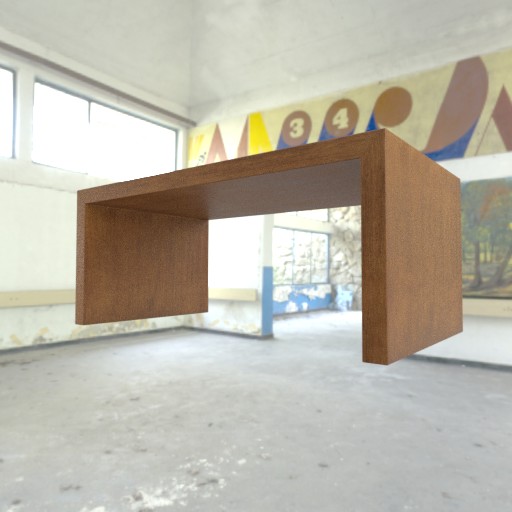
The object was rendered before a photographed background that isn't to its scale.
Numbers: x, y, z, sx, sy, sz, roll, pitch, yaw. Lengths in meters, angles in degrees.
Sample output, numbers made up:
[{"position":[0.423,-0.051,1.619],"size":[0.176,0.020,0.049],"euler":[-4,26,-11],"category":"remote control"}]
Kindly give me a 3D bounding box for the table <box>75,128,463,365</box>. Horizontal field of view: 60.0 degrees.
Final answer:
[{"position":[0.000,0.000,1.300],"size":[1.000,0.419,0.549],"euler":[-2,-3,37],"category":"table"}]
